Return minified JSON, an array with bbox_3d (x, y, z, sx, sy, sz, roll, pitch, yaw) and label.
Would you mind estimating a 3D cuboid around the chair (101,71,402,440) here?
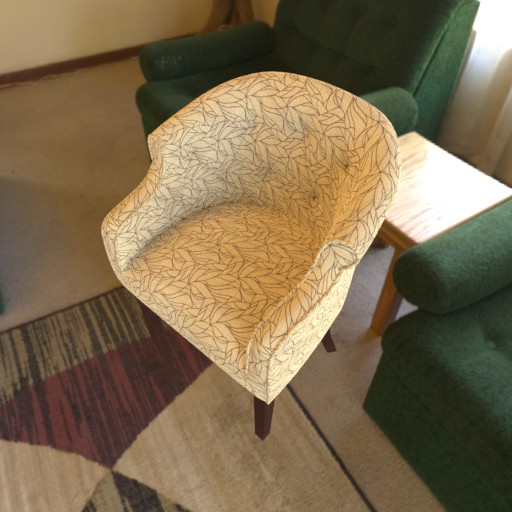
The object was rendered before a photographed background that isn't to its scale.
[{"bbox_3d":[0.000,0.000,1.300,0.686,0.858,0.613,33,54,28],"label":"chair"}]
